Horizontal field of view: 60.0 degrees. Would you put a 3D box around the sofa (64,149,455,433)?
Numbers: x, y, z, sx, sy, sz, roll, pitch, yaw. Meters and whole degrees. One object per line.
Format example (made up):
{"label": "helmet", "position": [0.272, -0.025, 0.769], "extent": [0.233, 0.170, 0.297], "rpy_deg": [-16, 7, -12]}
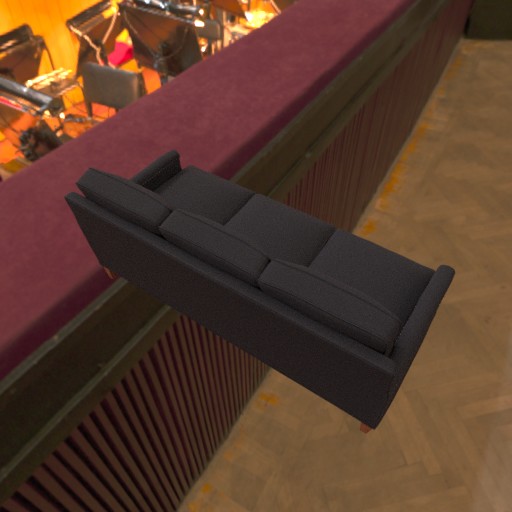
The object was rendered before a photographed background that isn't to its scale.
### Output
{"label": "sofa", "position": [0.000, 0.000, 2.873], "extent": [2.246, 1.003, 1.084], "rpy_deg": [26, 52, 23]}
